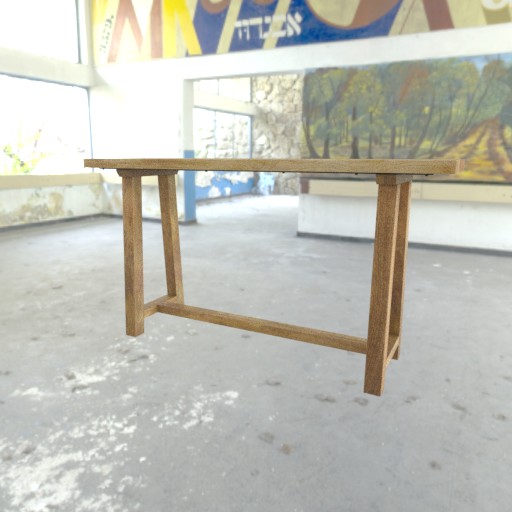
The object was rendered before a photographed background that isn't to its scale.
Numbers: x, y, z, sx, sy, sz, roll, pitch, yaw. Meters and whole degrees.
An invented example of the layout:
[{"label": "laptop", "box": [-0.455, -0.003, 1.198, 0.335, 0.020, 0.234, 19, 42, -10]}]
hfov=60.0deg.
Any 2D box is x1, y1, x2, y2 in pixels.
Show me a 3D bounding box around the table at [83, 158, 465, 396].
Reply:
[{"label": "table", "box": [0.000, 0.000, 1.892, 1.524, 0.810, 0.405, 7, 14, 27]}]
